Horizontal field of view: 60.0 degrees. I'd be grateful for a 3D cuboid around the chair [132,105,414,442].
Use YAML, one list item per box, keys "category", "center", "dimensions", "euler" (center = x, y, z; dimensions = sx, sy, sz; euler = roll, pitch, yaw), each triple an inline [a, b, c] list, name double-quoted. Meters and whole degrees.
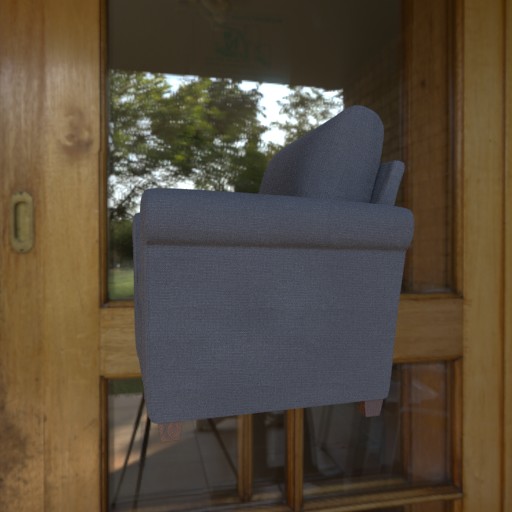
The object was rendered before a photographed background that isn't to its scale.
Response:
- category: "chair"
  center: [0.000, 0.000, 1.578]
  dimensions: [0.828, 0.942, 0.867]
  euler: [0, 1, -17]
